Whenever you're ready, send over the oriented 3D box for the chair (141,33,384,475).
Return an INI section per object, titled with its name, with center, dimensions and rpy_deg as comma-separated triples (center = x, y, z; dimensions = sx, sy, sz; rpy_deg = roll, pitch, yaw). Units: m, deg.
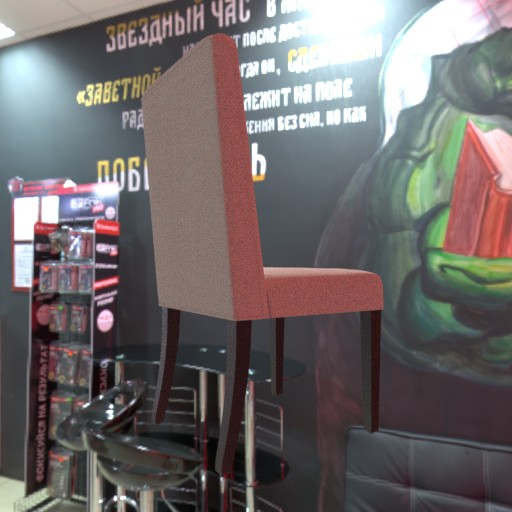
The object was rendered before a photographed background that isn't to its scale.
[chair]
center = 0.000, 0.000, 1.251
dimensions = 0.523, 0.961, 0.474
rpy_deg = 1, -1, -35
